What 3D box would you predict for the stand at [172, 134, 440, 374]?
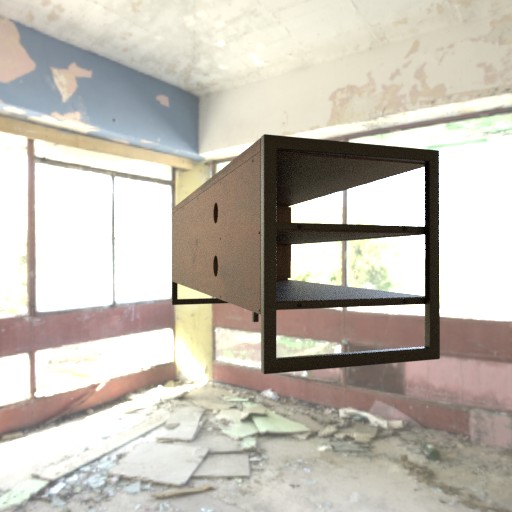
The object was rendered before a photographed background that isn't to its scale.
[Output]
[{"bbox_3d":[0.000,0.000,1.705,0.454,0.506,1.480,0,0,-18],"label":"stand"}]
